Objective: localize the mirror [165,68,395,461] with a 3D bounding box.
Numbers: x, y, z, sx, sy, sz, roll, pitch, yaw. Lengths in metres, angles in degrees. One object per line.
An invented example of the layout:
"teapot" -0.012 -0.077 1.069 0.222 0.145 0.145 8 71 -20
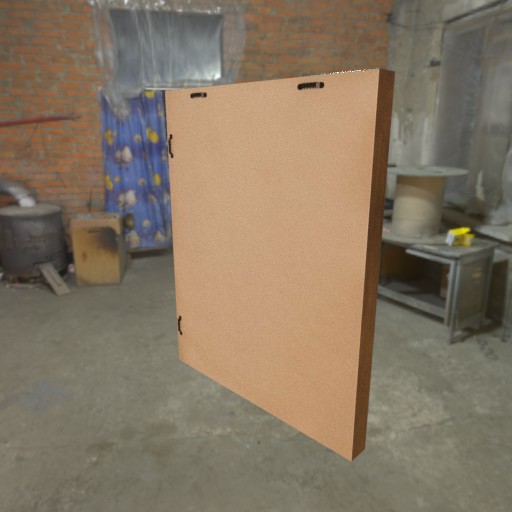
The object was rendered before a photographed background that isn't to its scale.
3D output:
"mirror" 0.000 0.000 0.696 0.406 0.509 0.041 15 22 43
